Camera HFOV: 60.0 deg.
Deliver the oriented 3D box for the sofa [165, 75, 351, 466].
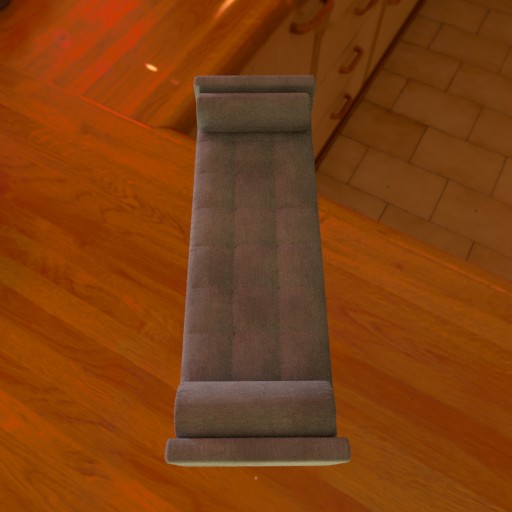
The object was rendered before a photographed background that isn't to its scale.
[{"bbox_3d":[0.000,0.000,2.319,0.686,0.635,1.981,0,63,0],"label":"sofa"}]
